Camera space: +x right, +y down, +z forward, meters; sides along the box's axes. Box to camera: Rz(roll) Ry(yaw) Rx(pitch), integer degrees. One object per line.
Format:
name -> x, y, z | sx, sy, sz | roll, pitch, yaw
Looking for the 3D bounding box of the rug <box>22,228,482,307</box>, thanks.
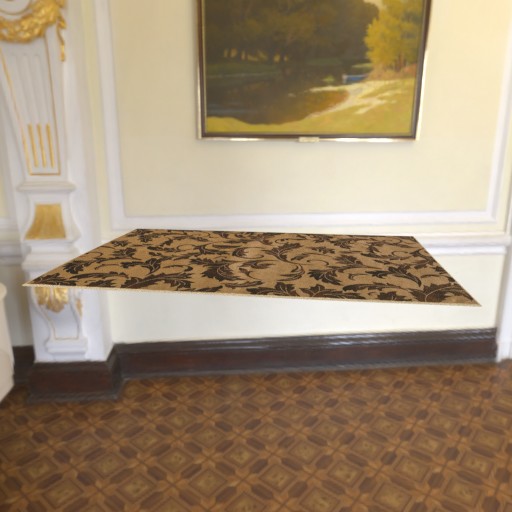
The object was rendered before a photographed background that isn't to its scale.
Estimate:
rug -> 0.000, 0.000, 2.890 | 2.284, 0.008, 1.522 | 2, 15, 7
